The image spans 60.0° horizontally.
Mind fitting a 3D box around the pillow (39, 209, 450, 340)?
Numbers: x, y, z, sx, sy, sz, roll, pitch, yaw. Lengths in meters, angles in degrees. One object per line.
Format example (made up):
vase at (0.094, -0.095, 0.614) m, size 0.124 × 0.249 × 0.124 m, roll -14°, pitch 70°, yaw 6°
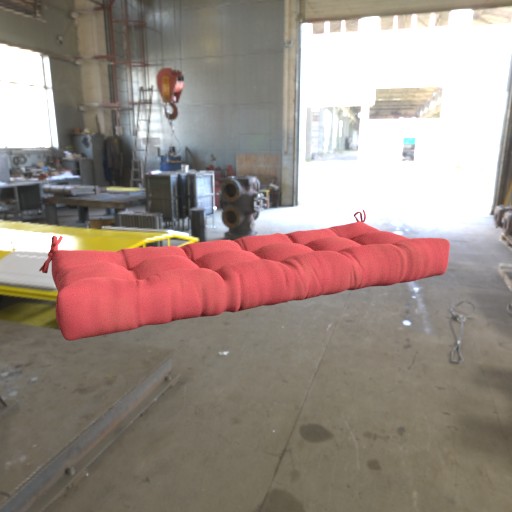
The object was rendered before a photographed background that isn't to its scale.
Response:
pillow at (0.000, 0.000, 1.350) m, size 1.194 × 0.174 × 0.511 m, roll -7°, pitch 16°, yaw -25°
